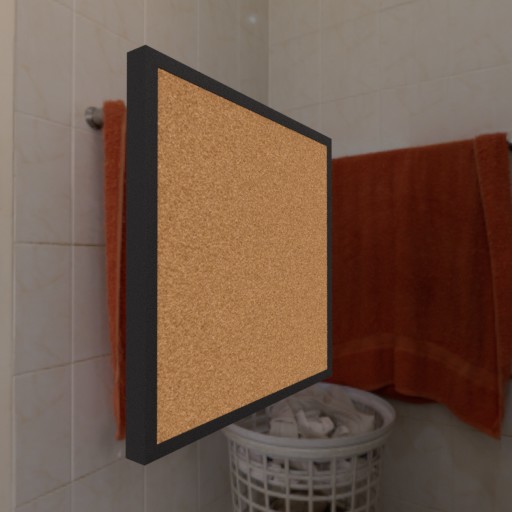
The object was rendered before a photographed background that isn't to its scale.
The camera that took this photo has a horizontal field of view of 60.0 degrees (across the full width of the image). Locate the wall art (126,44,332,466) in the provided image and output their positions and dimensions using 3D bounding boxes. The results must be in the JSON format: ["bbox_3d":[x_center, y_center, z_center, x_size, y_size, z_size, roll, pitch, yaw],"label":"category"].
[{"bbox_3d":[0.000,0.000,0.746,0.036,0.503,0.506,0,-1,36],"label":"wall art"}]
